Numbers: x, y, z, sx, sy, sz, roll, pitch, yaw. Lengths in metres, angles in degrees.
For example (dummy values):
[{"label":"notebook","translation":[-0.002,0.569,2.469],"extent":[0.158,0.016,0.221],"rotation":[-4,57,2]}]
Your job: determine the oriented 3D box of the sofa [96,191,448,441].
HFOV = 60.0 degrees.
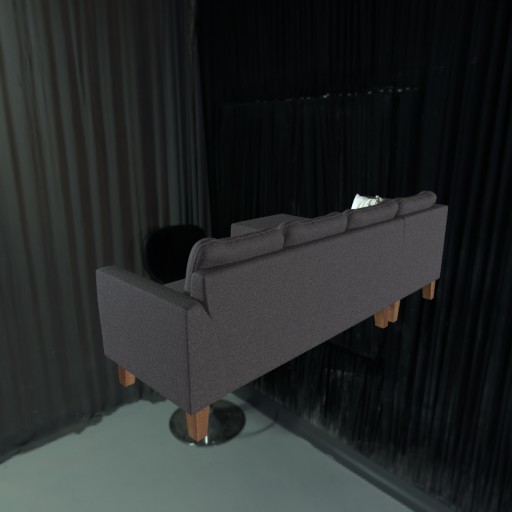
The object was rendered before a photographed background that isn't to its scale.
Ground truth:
[{"label":"sofa","translation":[0.000,0.000,3.406],"extent":[1.829,0.932,2.679],"rotation":[15,22,42]}]
